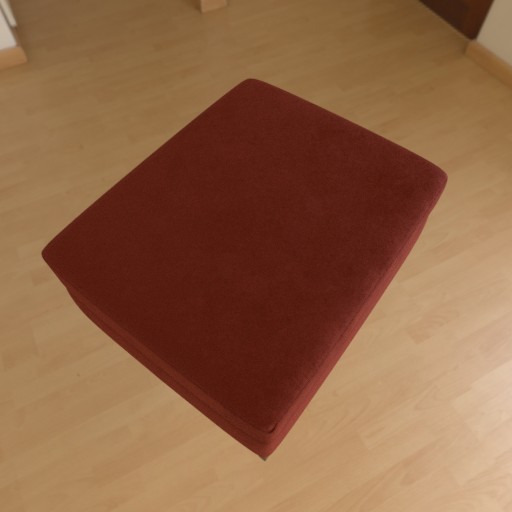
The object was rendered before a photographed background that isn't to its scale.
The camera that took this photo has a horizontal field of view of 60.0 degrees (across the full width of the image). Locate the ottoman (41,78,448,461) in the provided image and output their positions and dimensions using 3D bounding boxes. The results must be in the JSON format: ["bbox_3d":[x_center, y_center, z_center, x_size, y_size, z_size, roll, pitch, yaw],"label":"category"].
[{"bbox_3d":[0.000,0.000,1.191,0.650,0.462,0.782,33,64,19],"label":"ottoman"}]
